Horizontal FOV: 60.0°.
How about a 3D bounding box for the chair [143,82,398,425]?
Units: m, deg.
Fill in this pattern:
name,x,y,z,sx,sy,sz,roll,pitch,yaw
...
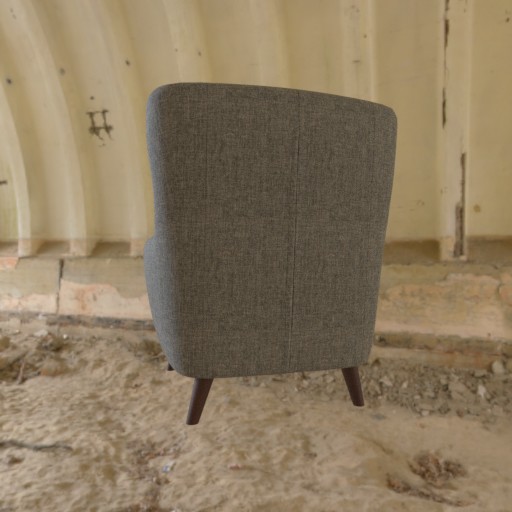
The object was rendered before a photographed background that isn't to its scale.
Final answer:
name,x,y,z,sx,sy,sz,roll,pitch,yaw
chair,0.000,0.000,1.775,0.878,1.063,0.904,0,0,-17
